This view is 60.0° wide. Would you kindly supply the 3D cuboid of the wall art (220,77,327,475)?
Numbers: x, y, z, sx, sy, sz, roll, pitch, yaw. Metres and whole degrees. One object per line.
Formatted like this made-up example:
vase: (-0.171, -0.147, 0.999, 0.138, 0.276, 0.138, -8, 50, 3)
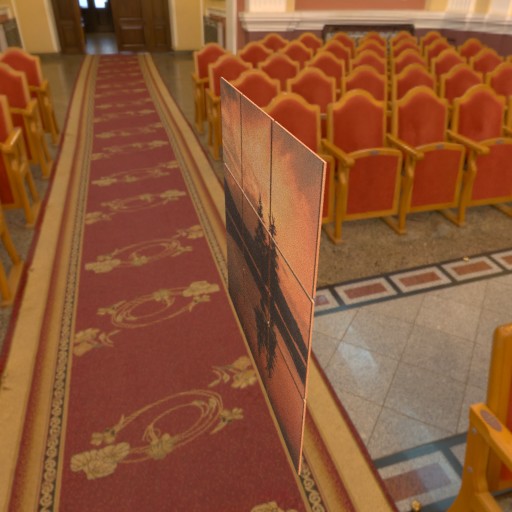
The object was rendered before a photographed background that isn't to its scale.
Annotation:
wall art: (0.000, 0.000, 2.320, 0.013, 1.525, 1.520, -8, 32, -13)
